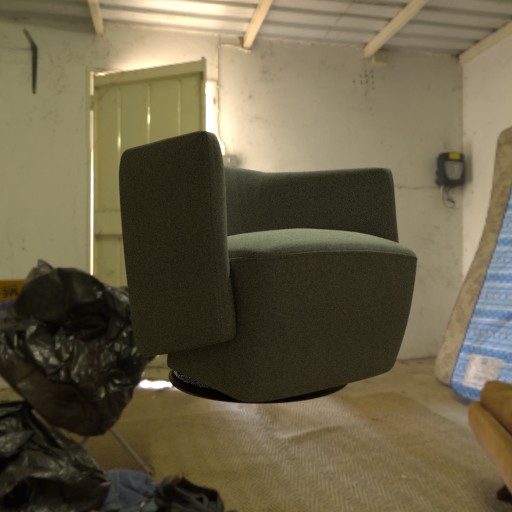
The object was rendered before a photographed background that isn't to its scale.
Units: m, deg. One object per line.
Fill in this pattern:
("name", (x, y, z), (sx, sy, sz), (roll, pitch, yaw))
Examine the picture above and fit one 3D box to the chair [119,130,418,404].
("chair", (0.000, 0.000, 1.605), (0.822, 0.861, 0.986), (1, -1, -37))
